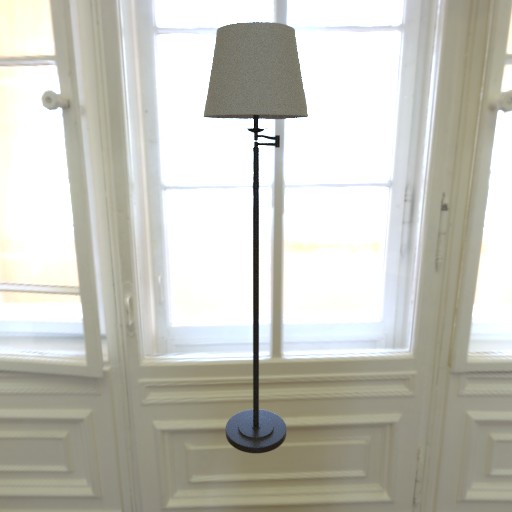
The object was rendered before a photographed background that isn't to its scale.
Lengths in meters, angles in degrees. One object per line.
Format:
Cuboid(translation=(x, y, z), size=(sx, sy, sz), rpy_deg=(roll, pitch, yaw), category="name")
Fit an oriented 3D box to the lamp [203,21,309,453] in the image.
Cuboid(translation=(0.000, 0.000, 1.593), size=(0.348, 1.473, 0.348), rpy_deg=(14, 21, 43), category="lamp")
